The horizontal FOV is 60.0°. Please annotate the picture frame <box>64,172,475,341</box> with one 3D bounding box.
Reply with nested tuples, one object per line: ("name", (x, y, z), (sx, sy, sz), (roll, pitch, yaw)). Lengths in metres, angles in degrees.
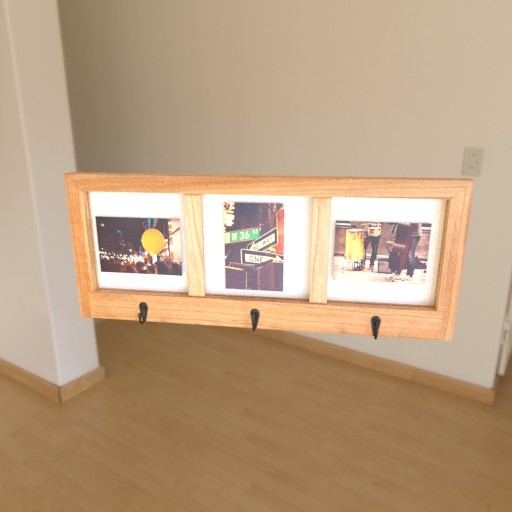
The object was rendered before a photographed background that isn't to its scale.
("picture frame", (0.000, 0.000, 0.660), (0.582, 0.234, 0.045), (2, 17, 8))
